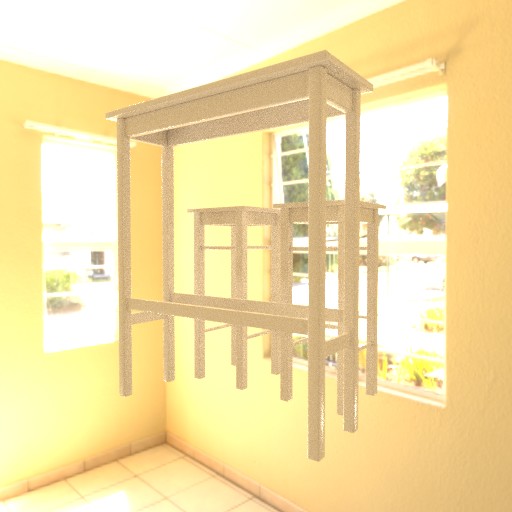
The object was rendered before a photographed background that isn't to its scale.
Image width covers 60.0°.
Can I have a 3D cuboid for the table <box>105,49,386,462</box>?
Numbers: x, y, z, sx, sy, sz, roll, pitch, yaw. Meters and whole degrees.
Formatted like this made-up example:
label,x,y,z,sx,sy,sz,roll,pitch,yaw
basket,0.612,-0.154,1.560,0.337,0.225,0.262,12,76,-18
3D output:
label,x,y,z,sx,sy,sz,roll,pitch,yaw
table,0.000,0.000,1.653,0.915,1.065,0.650,1,2,37
